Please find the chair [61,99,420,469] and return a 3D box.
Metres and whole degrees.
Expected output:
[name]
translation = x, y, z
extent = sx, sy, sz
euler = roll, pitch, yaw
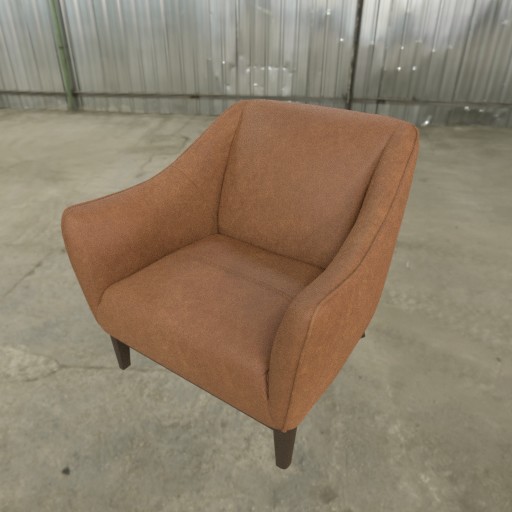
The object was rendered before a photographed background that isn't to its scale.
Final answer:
[chair]
translation = 0.000, 0.000, 1.473
extent = 0.871, 0.830, 0.852
euler = 20, 36, 30
